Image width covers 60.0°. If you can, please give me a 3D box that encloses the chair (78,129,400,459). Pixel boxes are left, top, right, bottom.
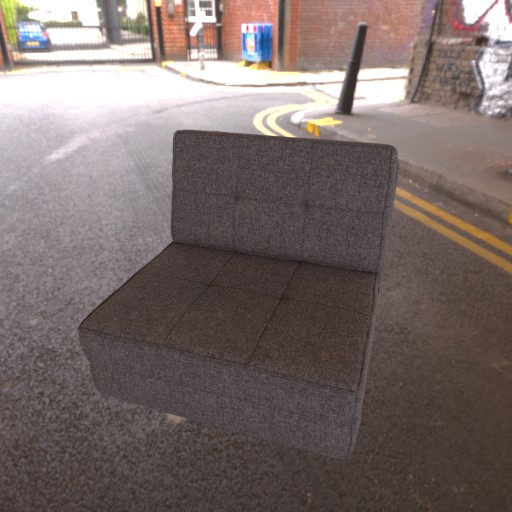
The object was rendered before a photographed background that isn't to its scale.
[{"bbox_3d":[0.000,0.000,1.327,0.740,0.615,0.800,9,29,16],"label":"chair"}]
